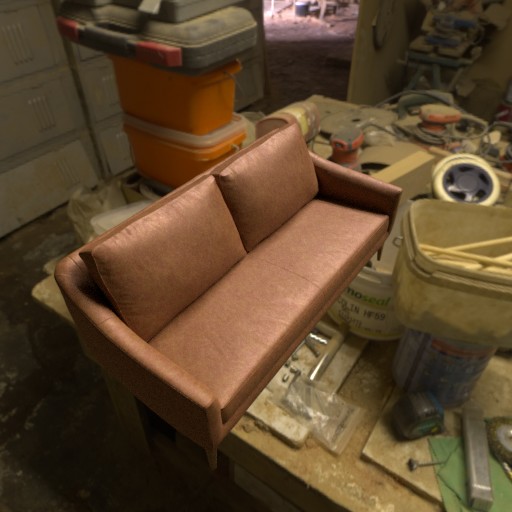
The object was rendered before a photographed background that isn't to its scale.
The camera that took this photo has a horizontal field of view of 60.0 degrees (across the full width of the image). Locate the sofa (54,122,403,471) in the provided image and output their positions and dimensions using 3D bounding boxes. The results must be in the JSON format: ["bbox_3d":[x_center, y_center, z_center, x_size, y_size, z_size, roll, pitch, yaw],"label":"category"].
[{"bbox_3d":[0.000,0.000,2.637,0.981,0.945,2.036,25,46,27],"label":"sofa"}]
